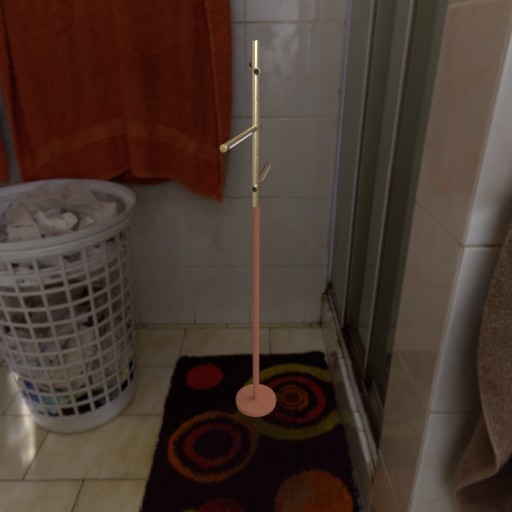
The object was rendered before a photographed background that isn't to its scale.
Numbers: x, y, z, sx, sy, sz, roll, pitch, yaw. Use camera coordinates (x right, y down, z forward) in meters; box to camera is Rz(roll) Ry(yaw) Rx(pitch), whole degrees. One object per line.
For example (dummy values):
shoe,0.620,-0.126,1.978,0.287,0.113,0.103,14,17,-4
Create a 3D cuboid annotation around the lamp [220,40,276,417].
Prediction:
lamp,0.000,0.000,1.950,0.209,1.704,0.737,1,26,2
